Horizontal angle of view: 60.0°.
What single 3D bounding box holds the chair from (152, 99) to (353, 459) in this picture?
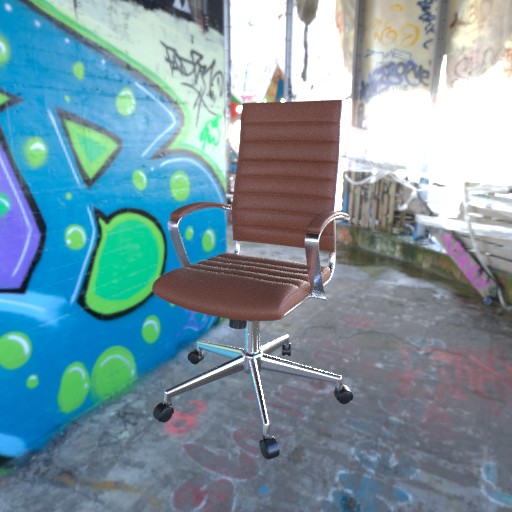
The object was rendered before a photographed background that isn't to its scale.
[{"bbox_3d":[0.000,0.000,1.685,0.766,1.149,0.739,8,17,26],"label":"chair"}]
